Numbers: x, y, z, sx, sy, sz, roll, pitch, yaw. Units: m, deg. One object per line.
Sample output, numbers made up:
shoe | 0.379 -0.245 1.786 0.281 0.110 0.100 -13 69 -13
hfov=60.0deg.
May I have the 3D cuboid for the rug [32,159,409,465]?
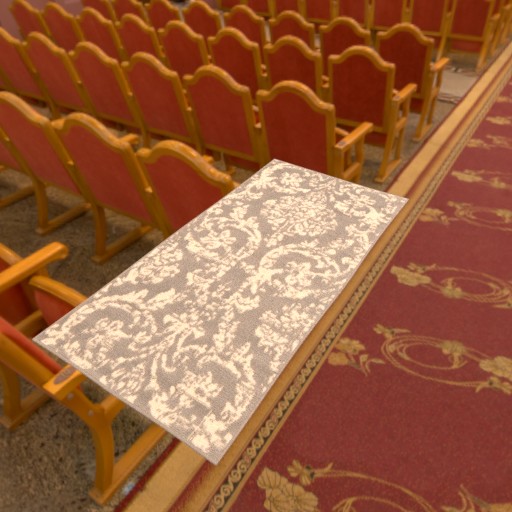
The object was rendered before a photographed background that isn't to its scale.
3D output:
rug | 0.000 0.000 1.424 0.604 0.007 1.219 22 44 25
